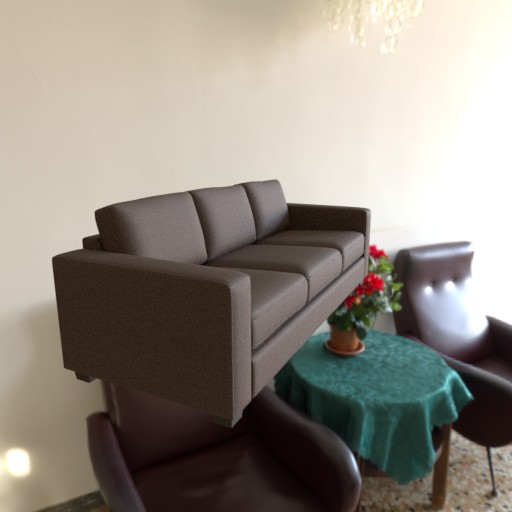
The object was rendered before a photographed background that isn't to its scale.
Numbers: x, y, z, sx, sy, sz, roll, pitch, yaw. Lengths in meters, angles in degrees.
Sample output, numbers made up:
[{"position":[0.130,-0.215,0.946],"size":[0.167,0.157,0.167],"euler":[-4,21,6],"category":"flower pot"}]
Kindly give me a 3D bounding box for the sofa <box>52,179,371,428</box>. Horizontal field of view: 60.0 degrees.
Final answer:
[{"position":[0.000,0.000,2.659],"size":[0.900,0.806,2.160],"euler":[7,15,26],"category":"sofa"}]
